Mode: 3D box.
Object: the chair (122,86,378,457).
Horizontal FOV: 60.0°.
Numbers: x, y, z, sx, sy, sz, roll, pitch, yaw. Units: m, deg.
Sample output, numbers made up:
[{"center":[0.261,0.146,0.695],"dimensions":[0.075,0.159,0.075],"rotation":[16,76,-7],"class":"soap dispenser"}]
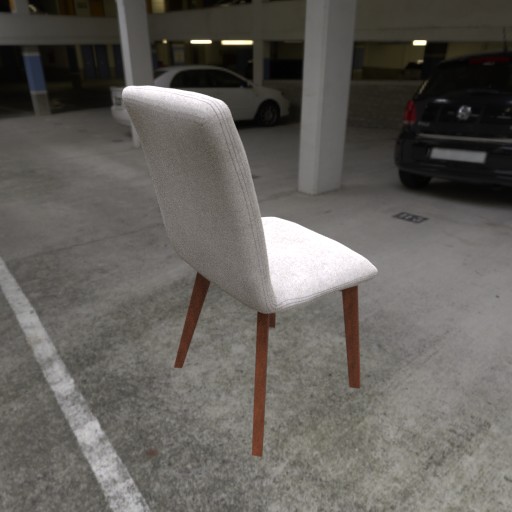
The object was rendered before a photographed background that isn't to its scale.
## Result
[{"center":[0.000,0.000,1.333],"dimensions":[0.563,0.974,0.522],"rotation":[-18,32,-33],"class":"chair"}]
